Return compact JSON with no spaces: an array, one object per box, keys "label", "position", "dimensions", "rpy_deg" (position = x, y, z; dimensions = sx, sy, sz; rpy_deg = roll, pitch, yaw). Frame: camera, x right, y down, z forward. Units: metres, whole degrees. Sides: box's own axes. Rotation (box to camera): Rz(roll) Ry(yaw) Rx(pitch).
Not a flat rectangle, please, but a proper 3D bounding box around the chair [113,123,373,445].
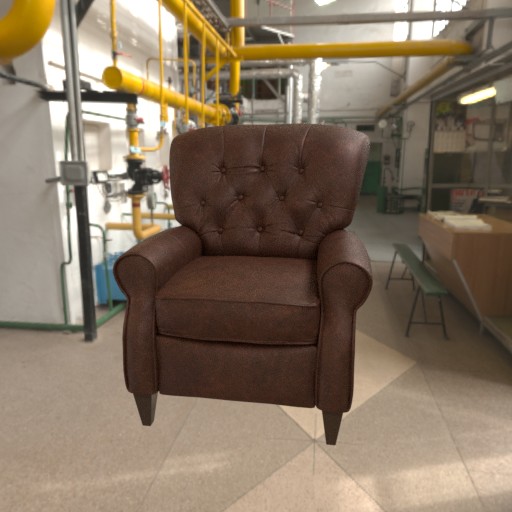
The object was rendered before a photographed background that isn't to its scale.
[{"label":"chair","position":[0.000,0.000,1.951],"dimensions":[0.979,1.162,1.031],"rpy_deg":[2,13,9]}]
